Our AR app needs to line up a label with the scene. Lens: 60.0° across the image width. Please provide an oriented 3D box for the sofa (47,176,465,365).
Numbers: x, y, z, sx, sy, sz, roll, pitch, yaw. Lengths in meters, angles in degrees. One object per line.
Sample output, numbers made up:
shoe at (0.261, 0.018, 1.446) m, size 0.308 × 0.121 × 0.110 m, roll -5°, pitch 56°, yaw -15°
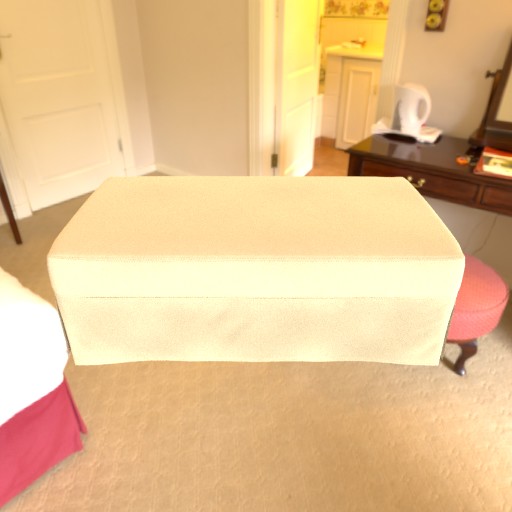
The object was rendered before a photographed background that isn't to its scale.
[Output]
sofa at (0.000, 0.000, 2.180) m, size 1.677 × 0.552 × 0.939 m, roll 0°, pitch 31°, yaw 0°
